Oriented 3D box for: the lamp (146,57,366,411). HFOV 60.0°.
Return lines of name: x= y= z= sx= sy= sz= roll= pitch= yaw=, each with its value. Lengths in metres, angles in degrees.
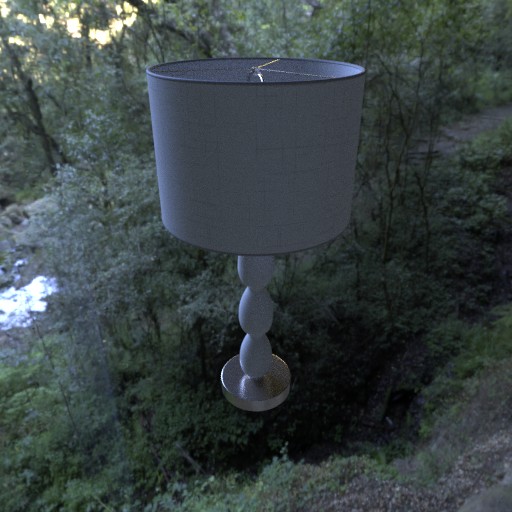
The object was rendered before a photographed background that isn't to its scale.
lamp: x=0.000 y=0.000 z=0.709 sx=0.280 sy=0.559 sz=0.282 roll=-7 pitch=30 yaw=-13
